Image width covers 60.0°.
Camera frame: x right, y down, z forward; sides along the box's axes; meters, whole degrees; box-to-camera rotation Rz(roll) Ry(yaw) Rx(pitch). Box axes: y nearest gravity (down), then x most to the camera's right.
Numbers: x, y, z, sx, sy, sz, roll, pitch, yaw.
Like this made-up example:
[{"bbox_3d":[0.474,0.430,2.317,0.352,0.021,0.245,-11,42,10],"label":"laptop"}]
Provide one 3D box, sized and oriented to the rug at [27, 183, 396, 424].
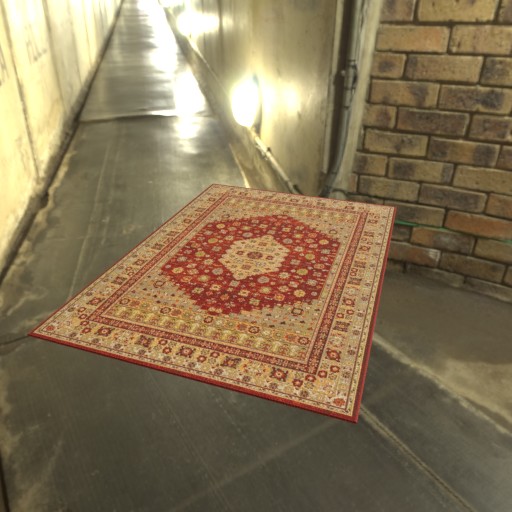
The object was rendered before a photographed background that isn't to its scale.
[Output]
[{"bbox_3d":[0.000,0.000,2.842,1.593,0.013,2.211,10,31,17],"label":"rug"}]
